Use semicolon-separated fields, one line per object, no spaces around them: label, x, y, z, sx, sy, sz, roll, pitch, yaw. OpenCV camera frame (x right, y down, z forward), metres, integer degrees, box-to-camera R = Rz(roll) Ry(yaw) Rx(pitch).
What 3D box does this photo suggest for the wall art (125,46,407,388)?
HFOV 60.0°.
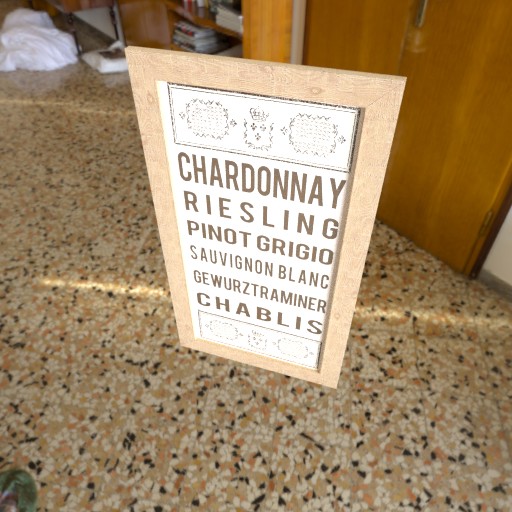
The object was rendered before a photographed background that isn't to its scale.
wall art;0.000;0.000;0.807;0.381;0.683;0.013;12;44;13
